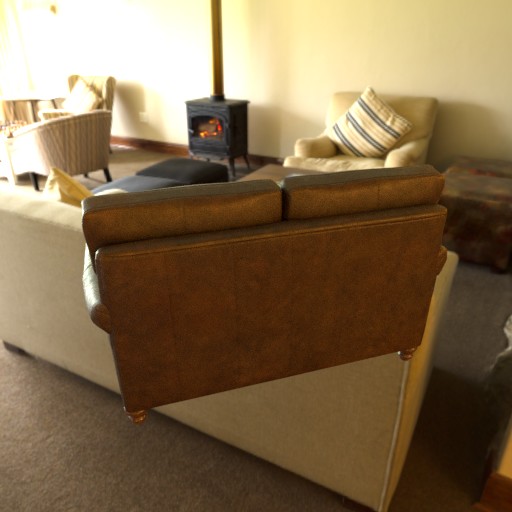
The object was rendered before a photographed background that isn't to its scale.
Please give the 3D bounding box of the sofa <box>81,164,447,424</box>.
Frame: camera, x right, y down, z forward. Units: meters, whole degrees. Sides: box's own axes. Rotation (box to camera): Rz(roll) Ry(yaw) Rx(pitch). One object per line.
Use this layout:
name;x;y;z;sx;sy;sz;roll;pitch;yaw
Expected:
sofa;0.000;0.000;2.237;1.616;0.976;0.990;-8;27;-16
